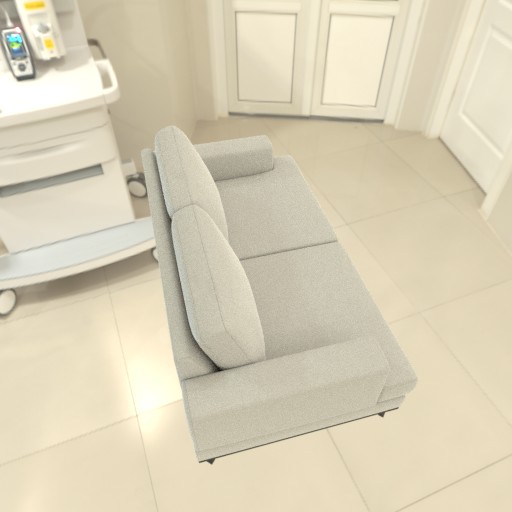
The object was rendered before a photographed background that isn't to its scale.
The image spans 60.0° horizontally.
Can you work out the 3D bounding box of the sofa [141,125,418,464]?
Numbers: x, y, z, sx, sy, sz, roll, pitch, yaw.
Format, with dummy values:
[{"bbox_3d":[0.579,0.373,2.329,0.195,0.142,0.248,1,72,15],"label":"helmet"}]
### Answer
[{"bbox_3d":[0.000,0.000,2.203,0.920,0.810,1.650,-11,47,-10],"label":"sofa"}]
